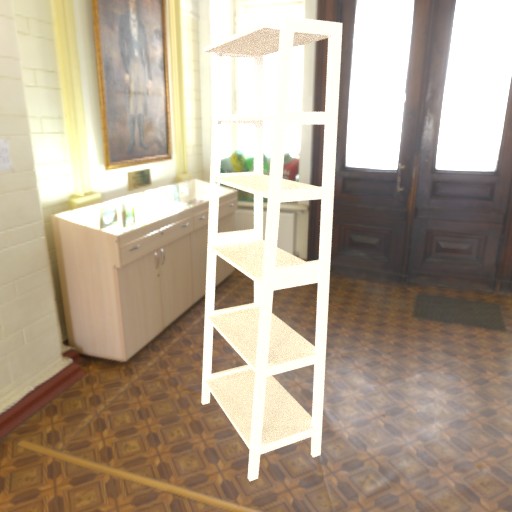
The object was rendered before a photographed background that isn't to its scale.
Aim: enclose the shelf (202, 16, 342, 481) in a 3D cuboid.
[{"bbox_3d":[0.000,0.000,2.082,0.381,1.892,0.660,-8,19,-25],"label":"shelf"}]
